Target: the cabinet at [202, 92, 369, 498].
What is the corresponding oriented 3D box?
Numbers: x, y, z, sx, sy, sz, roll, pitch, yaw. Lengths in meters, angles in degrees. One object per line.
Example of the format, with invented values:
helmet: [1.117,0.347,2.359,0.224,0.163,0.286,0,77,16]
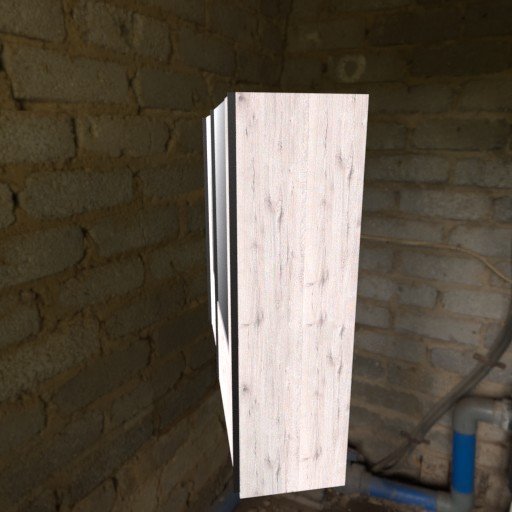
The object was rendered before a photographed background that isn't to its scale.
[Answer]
cabinet: [0.000,0.000,3.484,0.660,2.180,2.500,-2,15,-9]
